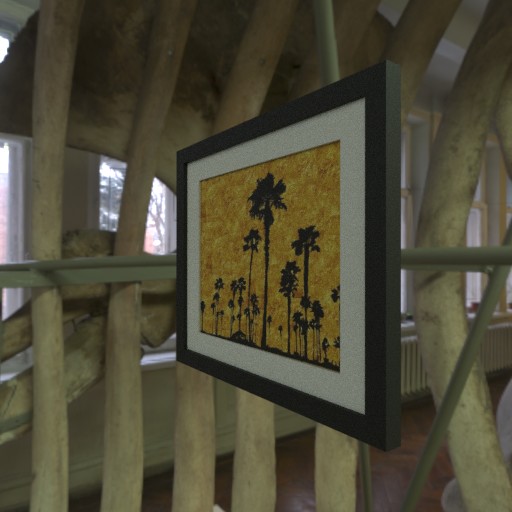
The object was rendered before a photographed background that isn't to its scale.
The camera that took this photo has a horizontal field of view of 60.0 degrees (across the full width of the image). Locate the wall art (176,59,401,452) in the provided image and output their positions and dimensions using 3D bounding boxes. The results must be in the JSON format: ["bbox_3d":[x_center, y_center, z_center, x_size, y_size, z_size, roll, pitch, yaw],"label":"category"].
[{"bbox_3d":[0.000,0.000,0.753,0.028,0.460,0.561,0,0,-36],"label":"wall art"}]
